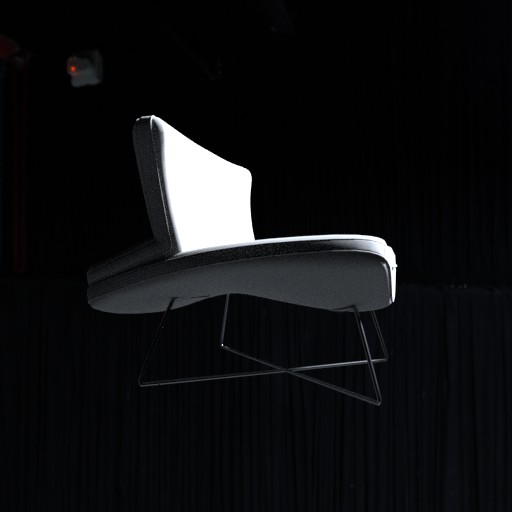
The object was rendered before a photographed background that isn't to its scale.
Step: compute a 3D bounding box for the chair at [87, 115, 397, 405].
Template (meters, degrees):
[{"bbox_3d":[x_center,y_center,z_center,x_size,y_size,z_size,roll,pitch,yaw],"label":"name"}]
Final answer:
[{"bbox_3d":[0.000,0.000,1.673,1.008,0.855,0.859,0,-1,18],"label":"chair"}]
